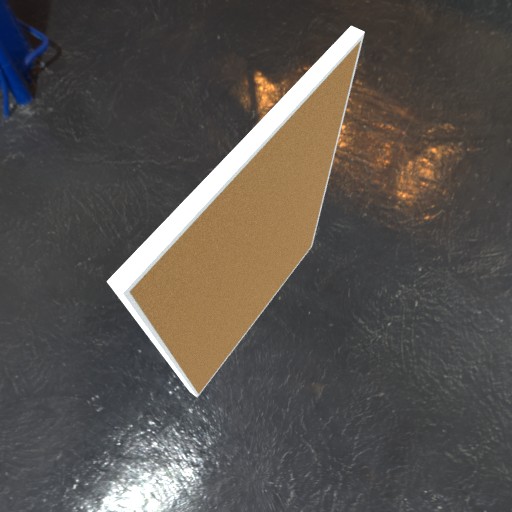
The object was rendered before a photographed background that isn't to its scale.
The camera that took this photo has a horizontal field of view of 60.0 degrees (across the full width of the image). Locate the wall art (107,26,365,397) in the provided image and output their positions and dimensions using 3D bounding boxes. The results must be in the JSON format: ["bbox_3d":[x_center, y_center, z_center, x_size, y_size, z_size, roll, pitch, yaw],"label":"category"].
[{"bbox_3d":[0.000,0.000,1.344,0.039,1.050,0.795,33,68,15],"label":"wall art"}]
